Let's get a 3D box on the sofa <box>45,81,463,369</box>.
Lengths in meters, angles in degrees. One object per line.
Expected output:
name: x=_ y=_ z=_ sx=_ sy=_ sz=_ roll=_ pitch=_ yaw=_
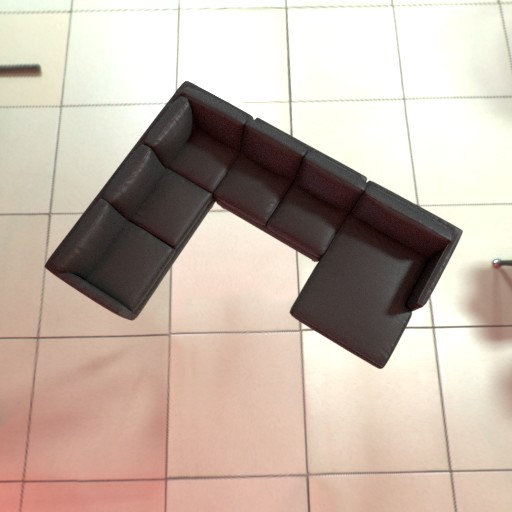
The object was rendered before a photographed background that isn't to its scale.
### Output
sofa: x=0.000 y=0.000 z=4.733 sx=3.460 sy=0.923 sz=2.593 roll=31 pitch=77 yaw=8
